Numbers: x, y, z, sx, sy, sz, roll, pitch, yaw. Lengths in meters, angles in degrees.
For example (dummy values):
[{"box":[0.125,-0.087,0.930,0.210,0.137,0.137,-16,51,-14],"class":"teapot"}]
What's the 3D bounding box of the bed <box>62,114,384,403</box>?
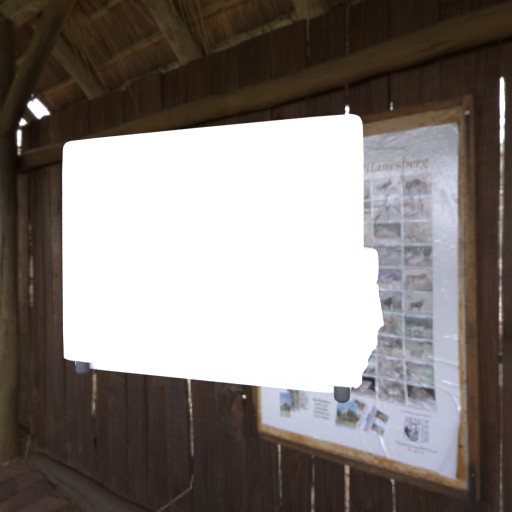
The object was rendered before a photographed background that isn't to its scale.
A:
[{"box":[0.000,0.000,3.245,1.714,1.330,2.147,0,1,19],"class":"bed"}]
